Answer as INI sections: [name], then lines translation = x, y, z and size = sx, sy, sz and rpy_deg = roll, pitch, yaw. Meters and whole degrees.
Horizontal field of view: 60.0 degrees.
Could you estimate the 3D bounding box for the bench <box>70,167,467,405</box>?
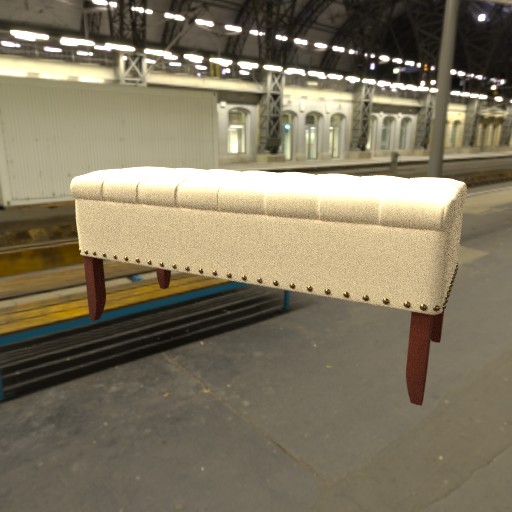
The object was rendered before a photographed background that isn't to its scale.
[bench]
translation = 0.000, 0.000, 1.283
size = 1.054, 0.470, 0.400
rpy_deg = 8, 17, 27
